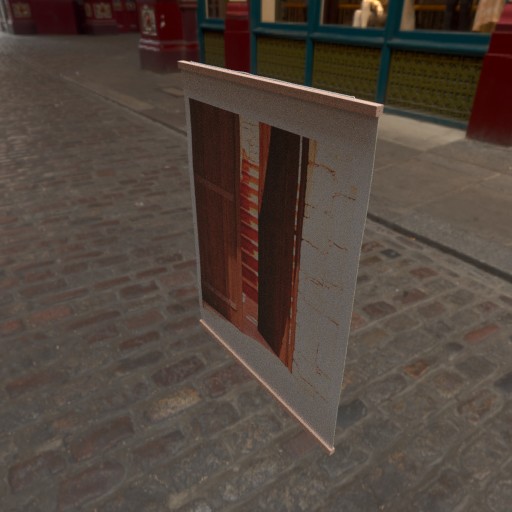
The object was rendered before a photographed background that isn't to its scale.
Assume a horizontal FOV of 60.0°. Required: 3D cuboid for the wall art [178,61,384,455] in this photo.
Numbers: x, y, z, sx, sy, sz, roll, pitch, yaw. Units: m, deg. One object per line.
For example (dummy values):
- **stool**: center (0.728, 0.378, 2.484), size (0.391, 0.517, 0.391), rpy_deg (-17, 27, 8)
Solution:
- **wall art**: center (0.000, 0.000, 1.324), size (0.020, 1.013, 0.758), rpy_deg (-21, 37, -31)
